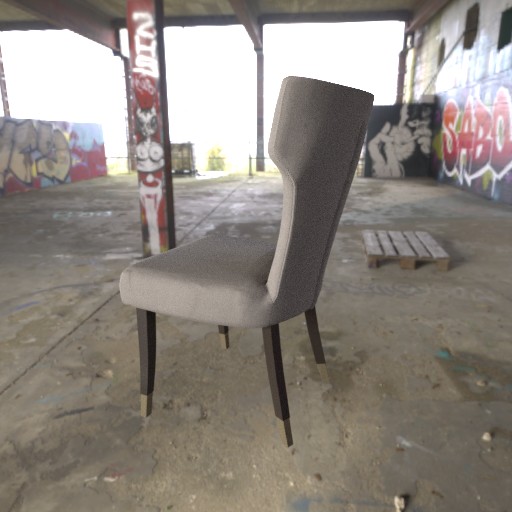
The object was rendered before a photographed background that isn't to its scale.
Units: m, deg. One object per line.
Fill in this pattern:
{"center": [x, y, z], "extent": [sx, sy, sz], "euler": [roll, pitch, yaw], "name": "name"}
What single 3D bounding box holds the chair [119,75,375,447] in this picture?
{"center": [0.000, 0.000, 1.335], "extent": [0.630, 0.950, 0.526], "euler": [7, 17, 25], "name": "chair"}
